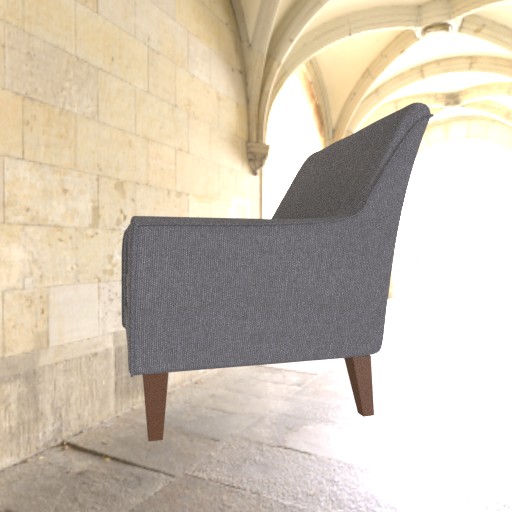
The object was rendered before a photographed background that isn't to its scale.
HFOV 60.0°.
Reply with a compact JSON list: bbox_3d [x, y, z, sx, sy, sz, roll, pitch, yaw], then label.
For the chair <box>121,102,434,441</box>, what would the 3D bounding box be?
[{"bbox_3d":[0.000,0.000,1.558,0.899,0.919,0.780,0,1,-17],"label":"chair"}]
